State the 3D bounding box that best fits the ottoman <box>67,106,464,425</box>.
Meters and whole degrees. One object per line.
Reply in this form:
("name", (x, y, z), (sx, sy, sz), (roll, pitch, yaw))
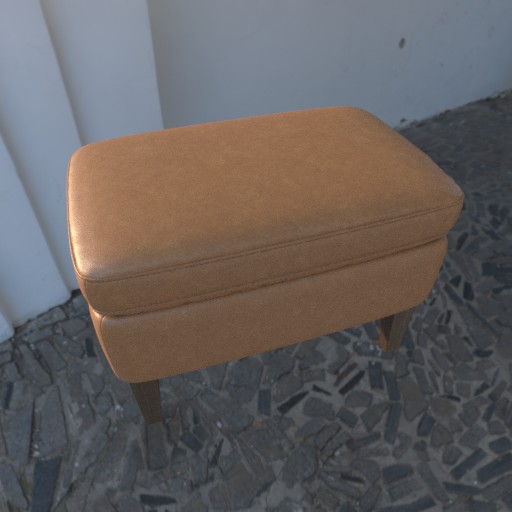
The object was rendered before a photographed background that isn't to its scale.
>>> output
("ottoman", (0.000, 0.000, 0.953), (0.670, 0.480, 0.420), (-13, 43, -14))
